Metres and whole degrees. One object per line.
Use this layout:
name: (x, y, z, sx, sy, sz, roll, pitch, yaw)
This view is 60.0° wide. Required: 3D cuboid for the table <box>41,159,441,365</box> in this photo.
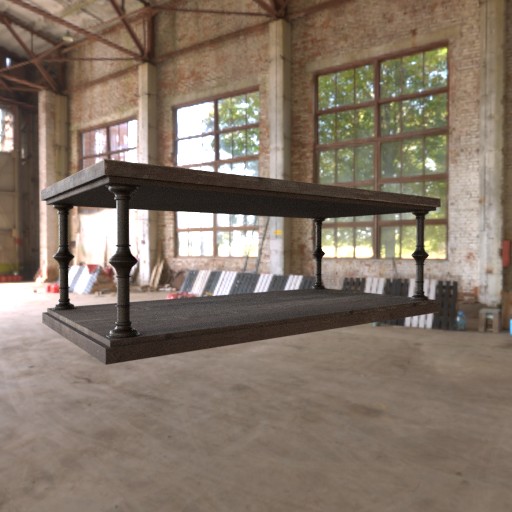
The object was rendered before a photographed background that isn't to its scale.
table: (0.000, 0.000, 1.347, 1.088, 0.373, 0.554, -1, 1, -36)
